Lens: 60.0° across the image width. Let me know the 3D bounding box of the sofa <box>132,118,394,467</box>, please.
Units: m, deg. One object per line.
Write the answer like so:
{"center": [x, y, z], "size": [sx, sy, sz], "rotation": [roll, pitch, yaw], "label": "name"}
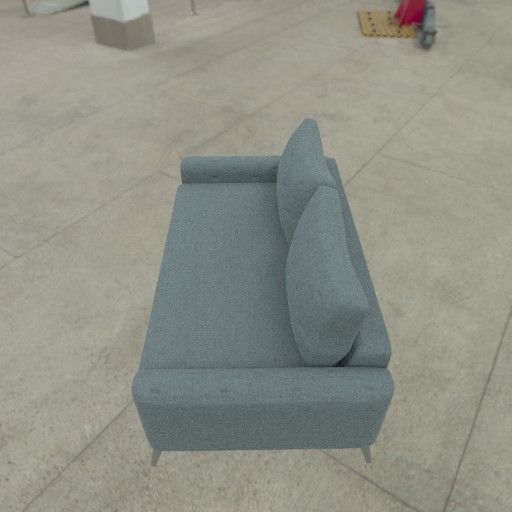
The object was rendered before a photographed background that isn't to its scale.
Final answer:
{"center": [0.000, 0.000, 2.126], "size": [0.920, 0.790, 1.650], "rotation": [-1, 41, -1], "label": "sofa"}
